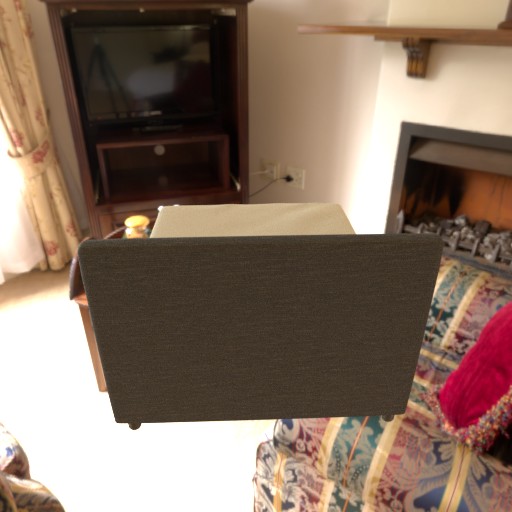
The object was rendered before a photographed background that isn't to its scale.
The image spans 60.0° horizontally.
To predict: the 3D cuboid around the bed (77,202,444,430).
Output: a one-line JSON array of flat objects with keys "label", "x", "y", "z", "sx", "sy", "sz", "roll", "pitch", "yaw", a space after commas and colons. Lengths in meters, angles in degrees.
[{"label": "bed", "x": 0.000, "y": 0.000, "z": 3.385, "sx": 1.884, "sy": 1.330, "sz": 2.142, "roll": -1, "pitch": 29, "yaw": -2}]
